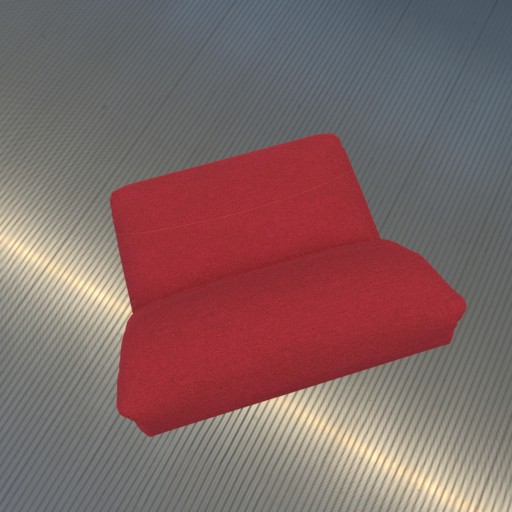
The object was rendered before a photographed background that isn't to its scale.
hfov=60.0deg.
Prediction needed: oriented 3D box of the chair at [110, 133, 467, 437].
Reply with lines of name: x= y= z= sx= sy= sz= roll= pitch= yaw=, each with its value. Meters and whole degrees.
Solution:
chair: x=0.000 y=0.000 z=1.306 sx=0.820 sy=0.580 sz=0.780 roll=-16 pitch=75 yaw=-4
